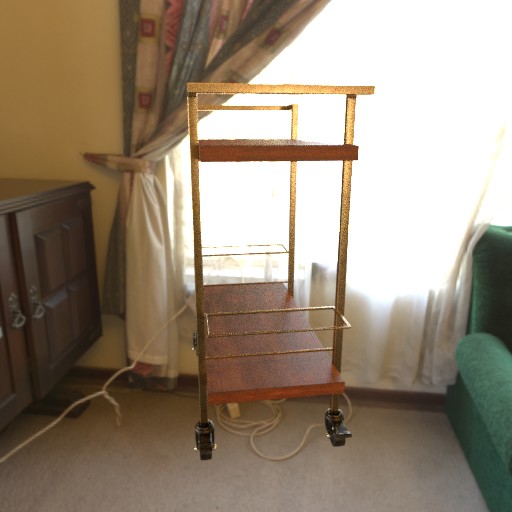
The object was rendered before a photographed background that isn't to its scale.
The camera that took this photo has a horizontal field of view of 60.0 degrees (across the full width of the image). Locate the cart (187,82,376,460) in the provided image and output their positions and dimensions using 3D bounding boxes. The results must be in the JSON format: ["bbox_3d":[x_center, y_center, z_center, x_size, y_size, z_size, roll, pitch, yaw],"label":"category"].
[{"bbox_3d":[0.000,0.000,1.198,0.364,0.807,0.695,-2,16,-8],"label":"cart"}]
